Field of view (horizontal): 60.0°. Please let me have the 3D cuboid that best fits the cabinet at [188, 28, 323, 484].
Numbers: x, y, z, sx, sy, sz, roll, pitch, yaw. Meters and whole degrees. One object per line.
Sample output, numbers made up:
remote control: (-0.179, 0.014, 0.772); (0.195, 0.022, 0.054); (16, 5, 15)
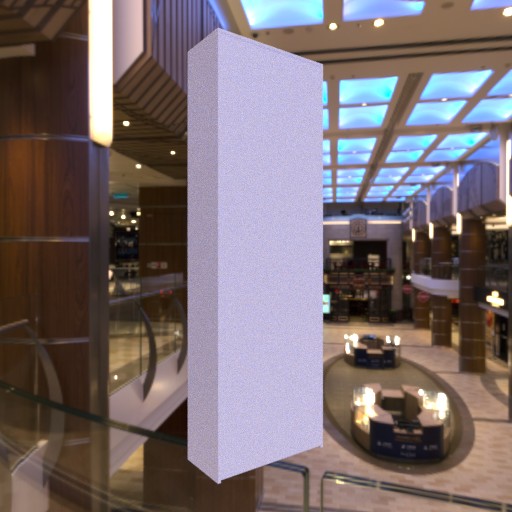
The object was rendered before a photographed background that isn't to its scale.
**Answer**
cabinet: (0.000, 0.000, 1.839); (0.520, 1.630, 0.255); (0, 0, -36)
